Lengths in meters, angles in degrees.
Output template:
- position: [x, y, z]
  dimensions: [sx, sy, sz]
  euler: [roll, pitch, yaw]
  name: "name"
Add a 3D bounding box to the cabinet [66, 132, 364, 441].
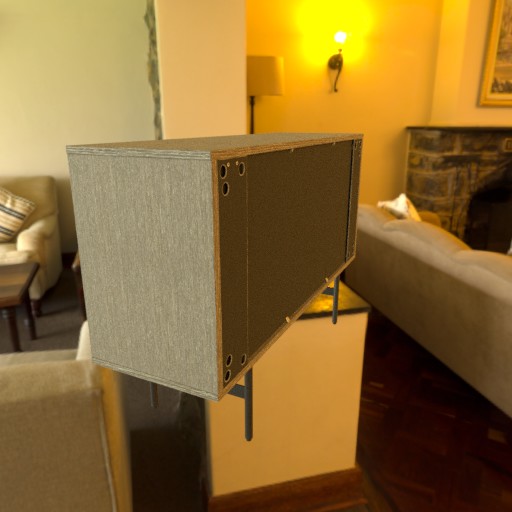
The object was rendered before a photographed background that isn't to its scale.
- position: [0.000, 0.000, 1.524]
  dimensions: [0.405, 0.787, 1.194]
  euler: [8, 19, 25]
  name: "cabinet"
